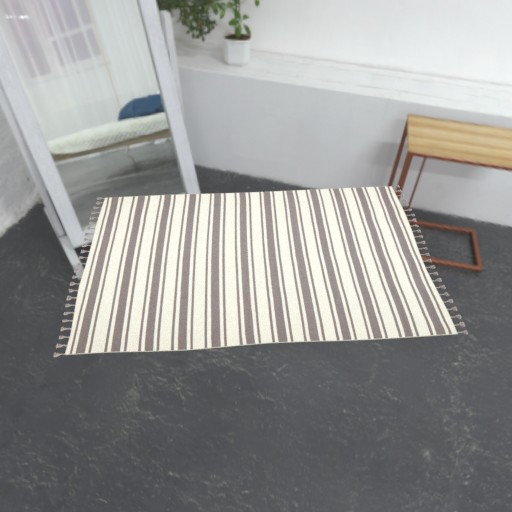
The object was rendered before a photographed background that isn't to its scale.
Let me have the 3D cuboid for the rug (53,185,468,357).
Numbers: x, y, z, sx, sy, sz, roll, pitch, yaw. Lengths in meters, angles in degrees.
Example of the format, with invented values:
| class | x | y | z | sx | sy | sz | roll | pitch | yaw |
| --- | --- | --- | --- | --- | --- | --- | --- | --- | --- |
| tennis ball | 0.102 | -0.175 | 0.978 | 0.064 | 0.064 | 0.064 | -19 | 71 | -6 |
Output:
| class | x | y | z | sx | sy | sz | roll | pitch | yaw |
| --- | --- | --- | --- | --- | --- | --- | --- | --- | --- |
| rug | 0.000 | 0.000 | 2.619 | 2.096 | 0.011 | 1.229 | -3 | 47 | -3 |
